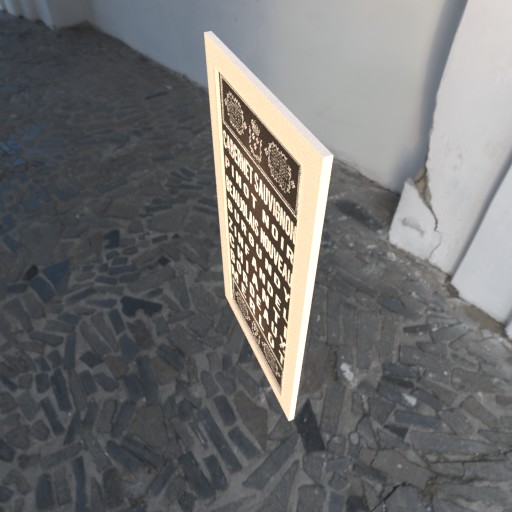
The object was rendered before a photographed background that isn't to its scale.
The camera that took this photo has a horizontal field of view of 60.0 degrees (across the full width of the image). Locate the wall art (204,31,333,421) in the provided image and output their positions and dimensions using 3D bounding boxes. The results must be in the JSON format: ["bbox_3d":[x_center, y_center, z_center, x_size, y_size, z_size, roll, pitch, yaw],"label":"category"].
[{"bbox_3d":[0.000,0.000,0.841,0.013,0.683,0.380,-18,50,-16],"label":"wall art"}]
